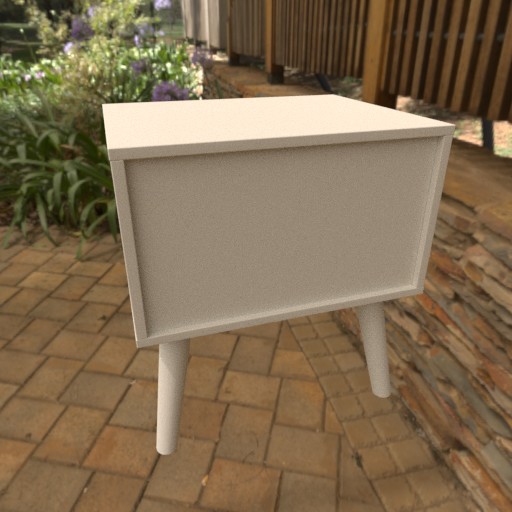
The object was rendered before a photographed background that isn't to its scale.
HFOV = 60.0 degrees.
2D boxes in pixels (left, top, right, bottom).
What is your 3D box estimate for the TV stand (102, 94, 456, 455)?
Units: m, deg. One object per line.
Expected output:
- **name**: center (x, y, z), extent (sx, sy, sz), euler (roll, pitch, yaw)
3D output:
- **TV stand**: center (0.000, 0.000, 0.900), extent (0.508, 0.559, 0.405), euler (-8, 28, -16)
